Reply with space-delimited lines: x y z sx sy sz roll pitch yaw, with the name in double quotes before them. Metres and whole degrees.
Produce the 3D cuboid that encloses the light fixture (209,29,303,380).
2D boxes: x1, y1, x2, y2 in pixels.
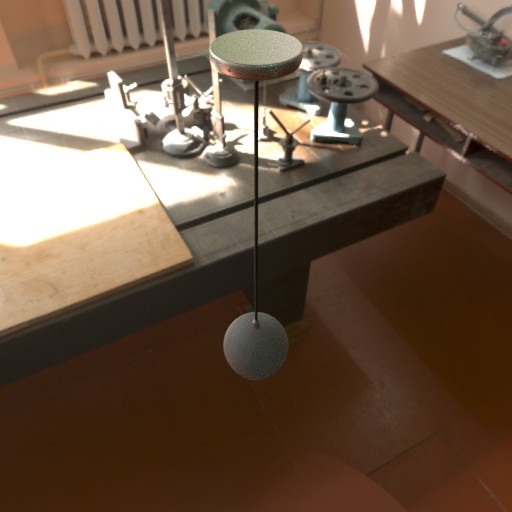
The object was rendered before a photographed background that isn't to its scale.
"light fixture" 0.000 0.000 0.831 0.153 0.760 0.153 5 46 4
